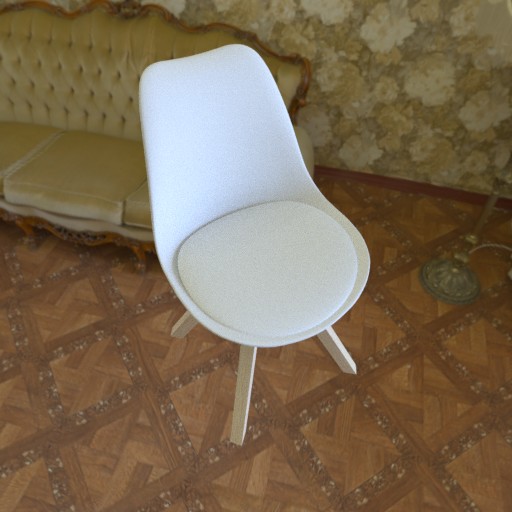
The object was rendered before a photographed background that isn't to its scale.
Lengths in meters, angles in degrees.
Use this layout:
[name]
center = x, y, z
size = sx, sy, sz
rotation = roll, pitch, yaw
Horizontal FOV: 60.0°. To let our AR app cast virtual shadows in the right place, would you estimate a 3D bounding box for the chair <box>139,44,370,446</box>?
[chair]
center = 0.000, 0.000, 1.149
size = 0.485, 0.850, 0.550
rotation = -24, 51, -21
